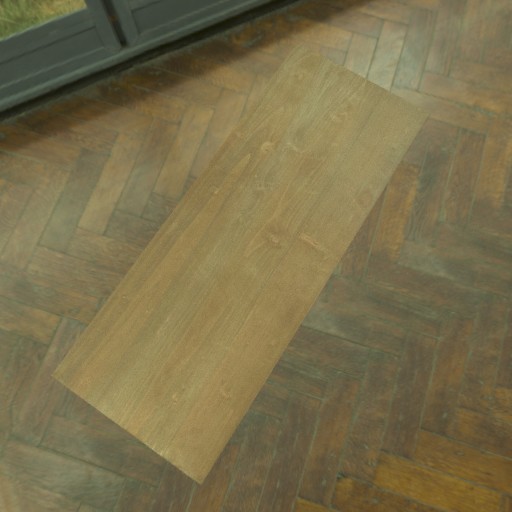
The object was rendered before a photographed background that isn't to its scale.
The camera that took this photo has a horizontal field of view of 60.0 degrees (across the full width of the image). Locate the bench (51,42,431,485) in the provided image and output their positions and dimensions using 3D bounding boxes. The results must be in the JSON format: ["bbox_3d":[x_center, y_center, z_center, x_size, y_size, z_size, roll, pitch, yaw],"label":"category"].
[{"bbox_3d":[0.000,0.000,1.427,0.458,0.458,1.183,32,77,8],"label":"bench"}]
